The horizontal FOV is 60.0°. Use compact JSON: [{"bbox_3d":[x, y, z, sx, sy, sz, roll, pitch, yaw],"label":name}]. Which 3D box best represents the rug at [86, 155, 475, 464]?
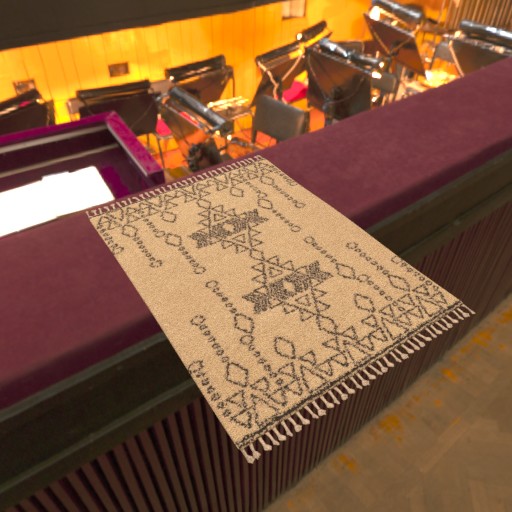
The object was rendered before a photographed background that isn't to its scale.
[{"bbox_3d":[0.000,0.000,3.965,2.125,0.028,3.027,-24,47,-25],"label":"rug"}]
